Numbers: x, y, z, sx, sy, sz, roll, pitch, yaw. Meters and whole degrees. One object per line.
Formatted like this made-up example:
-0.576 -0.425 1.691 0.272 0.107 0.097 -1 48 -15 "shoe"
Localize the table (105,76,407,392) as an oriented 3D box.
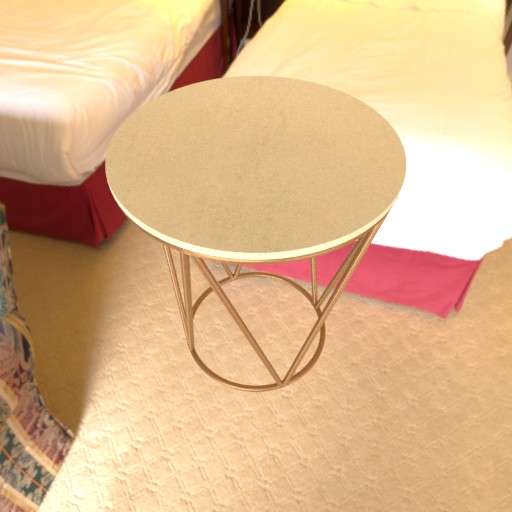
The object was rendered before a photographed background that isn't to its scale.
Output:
0.000 0.000 0.962 0.500 0.564 0.500 0 48 0 "table"
